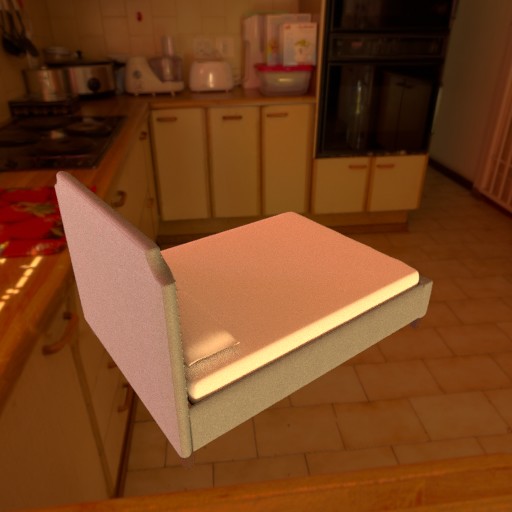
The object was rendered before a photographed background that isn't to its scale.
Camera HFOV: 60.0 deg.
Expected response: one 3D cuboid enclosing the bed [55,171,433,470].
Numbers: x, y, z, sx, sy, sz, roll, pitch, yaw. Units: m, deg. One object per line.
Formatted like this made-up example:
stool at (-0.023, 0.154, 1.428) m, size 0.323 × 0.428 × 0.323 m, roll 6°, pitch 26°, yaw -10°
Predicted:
bed at (0.000, 0.000, 3.445) m, size 2.372 × 1.443 × 1.712 m, roll -20°, pitch 34°, yaw -32°
